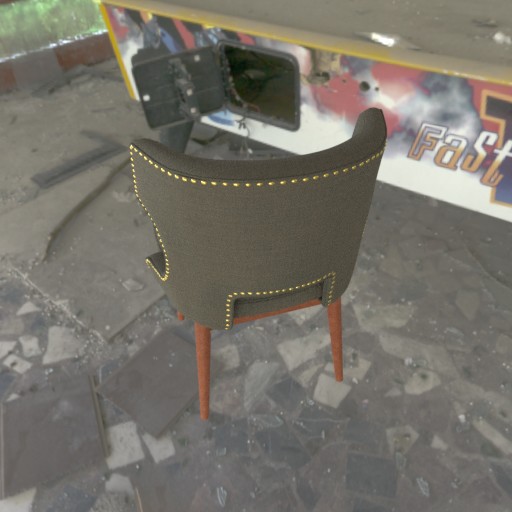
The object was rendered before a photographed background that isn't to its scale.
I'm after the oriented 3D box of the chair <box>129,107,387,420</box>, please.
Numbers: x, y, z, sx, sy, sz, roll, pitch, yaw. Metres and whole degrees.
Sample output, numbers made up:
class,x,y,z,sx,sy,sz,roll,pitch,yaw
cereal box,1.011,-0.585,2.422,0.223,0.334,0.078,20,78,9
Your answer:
class,x,y,z,sx,sy,sz,roll,pitch,yaw
chair,0.000,0.000,1.246,0.595,0.863,0.581,-12,42,-13
